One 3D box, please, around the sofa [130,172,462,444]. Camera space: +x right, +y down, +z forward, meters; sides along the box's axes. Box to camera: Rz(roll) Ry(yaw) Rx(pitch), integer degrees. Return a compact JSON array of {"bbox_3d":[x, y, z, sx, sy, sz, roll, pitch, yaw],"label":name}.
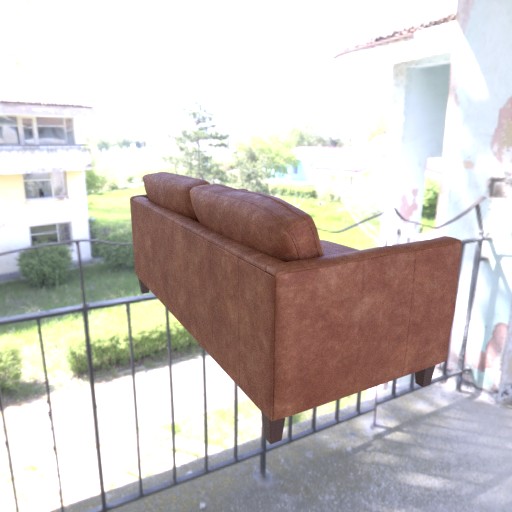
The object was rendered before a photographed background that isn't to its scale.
[{"bbox_3d":[0.000,0.000,2.478,0.923,0.863,1.971,-8,17,-27],"label":"sofa"}]
